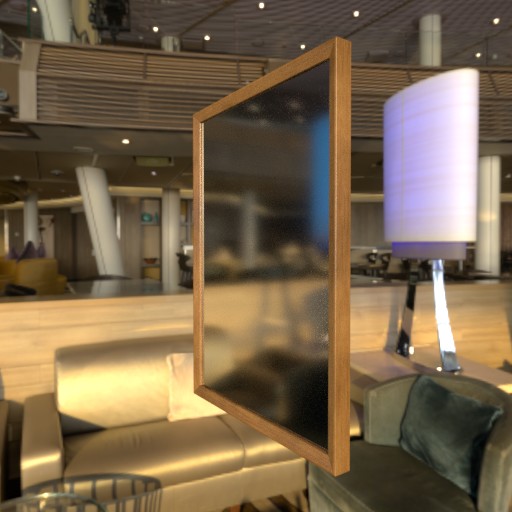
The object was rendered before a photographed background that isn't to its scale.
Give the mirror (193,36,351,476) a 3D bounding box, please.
[{"bbox_3d":[0.000,0.000,0.933,0.039,0.711,0.508,-1,1,-35],"label":"mirror"}]
